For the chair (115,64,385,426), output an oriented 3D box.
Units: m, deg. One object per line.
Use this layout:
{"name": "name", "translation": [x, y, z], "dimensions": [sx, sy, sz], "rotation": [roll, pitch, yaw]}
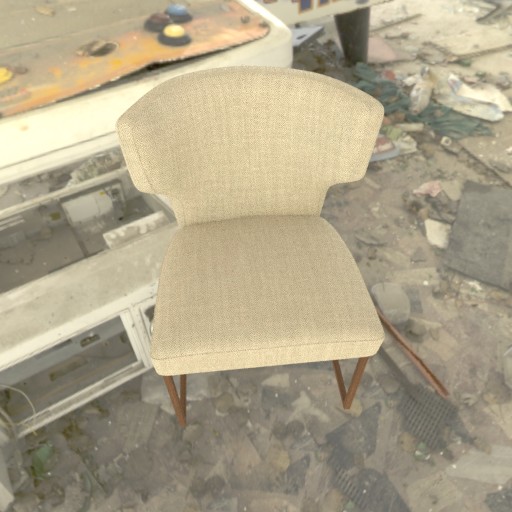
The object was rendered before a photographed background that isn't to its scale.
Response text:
{"name": "chair", "translation": [0.000, 0.000, 1.231], "dimensions": [0.611, 0.824, 0.617], "rotation": [-4, 48, -4]}
